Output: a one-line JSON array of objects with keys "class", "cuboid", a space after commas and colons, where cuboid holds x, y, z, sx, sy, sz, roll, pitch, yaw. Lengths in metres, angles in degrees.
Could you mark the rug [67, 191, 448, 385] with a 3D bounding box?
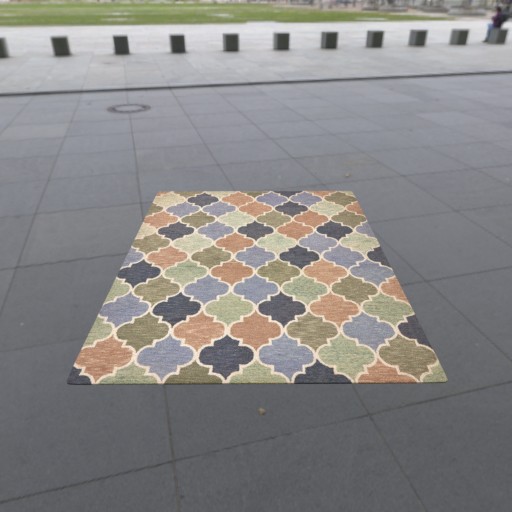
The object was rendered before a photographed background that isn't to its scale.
[{"class": "rug", "cuboid": [0.000, 0.000, 4.191, 2.439, 0.013, 3.200, 0, 30, 0]}]
